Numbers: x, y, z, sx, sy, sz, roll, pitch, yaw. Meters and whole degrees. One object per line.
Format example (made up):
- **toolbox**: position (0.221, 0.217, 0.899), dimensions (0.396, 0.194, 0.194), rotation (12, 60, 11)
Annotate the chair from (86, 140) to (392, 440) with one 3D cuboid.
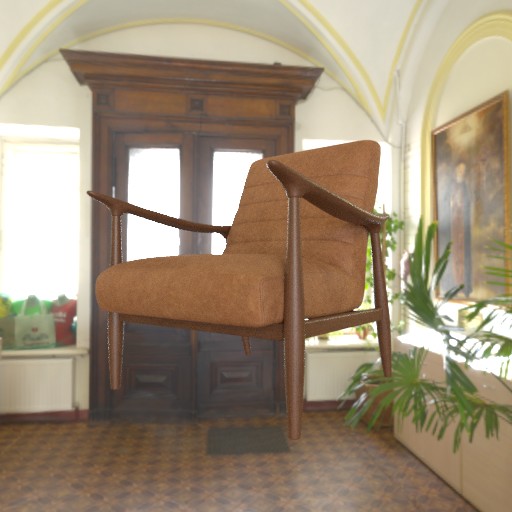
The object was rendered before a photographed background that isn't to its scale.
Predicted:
- **chair**: position (0.000, 0.000, 1.437), dimensions (0.741, 0.832, 0.798), rotation (-1, -1, 37)
